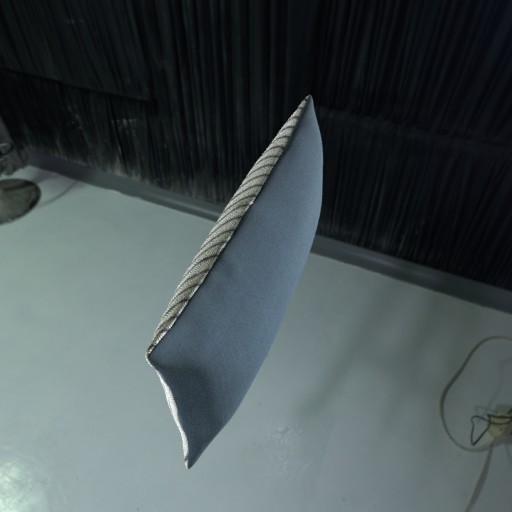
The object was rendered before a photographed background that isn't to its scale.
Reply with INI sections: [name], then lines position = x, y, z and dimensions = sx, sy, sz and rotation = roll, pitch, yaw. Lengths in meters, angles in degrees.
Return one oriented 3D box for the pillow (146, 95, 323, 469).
[pillow]
position = 0.000, 0.000, 0.736
dimensions = 0.151, 0.305, 0.609
rotation = 15, 48, 14
